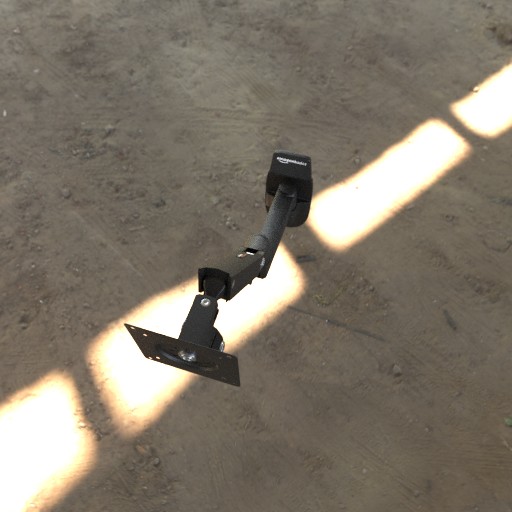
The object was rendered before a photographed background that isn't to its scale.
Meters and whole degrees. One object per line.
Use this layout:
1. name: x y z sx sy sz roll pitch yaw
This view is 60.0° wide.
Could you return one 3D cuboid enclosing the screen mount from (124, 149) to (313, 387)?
1. screen mount: 0.000 0.000 0.735 0.115 0.466 0.495 15 59 9
